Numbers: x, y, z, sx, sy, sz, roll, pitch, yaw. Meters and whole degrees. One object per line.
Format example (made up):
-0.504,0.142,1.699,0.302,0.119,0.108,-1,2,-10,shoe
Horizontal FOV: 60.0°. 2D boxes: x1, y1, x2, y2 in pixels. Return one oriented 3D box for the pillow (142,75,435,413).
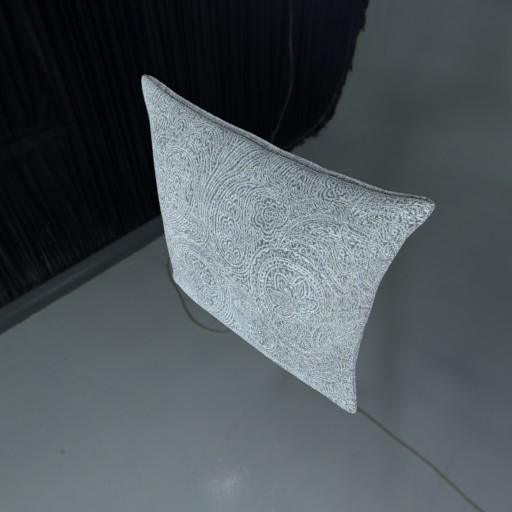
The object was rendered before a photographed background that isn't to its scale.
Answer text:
0.000,0.000,0.793,0.523,0.510,0.166,32,54,27,pillow
